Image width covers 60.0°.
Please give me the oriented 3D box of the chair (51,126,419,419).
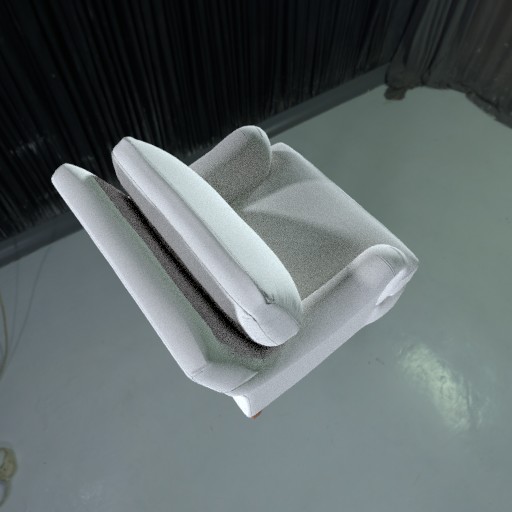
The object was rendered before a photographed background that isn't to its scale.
[{"bbox_3d":[0.000,0.000,1.838,1.070,1.038,0.955,-33,63,-20],"label":"chair"}]
